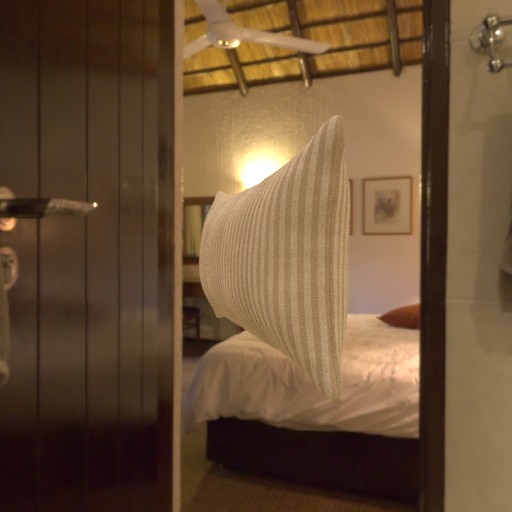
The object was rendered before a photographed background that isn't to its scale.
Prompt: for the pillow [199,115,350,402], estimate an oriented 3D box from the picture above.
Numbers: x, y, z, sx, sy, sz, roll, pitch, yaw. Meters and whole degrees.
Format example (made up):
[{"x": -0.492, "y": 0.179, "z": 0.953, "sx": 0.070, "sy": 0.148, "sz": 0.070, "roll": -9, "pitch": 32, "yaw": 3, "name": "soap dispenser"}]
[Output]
[{"x": 0.000, "y": 0.000, "z": 0.743, "sx": 0.151, "sy": 0.295, "sz": 0.617, "roll": 0, "pitch": 0, "yaw": -16, "name": "pillow"}]
